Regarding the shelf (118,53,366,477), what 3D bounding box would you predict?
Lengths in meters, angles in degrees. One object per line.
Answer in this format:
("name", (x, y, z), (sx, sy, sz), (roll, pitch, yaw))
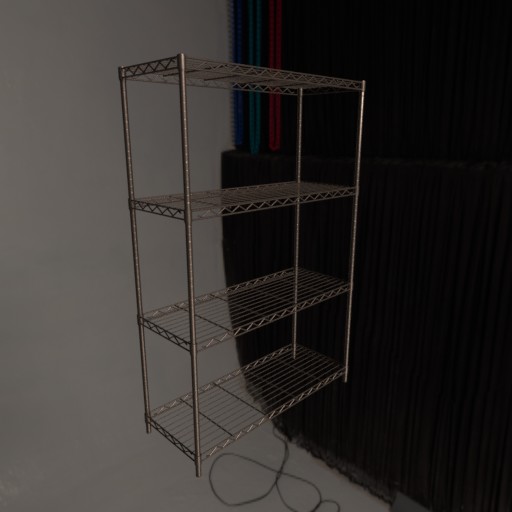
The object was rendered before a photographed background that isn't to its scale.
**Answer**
("shelf", (0.000, 0.000, 1.783), (0.907, 1.361, 0.352), (-14, 21, -42))
